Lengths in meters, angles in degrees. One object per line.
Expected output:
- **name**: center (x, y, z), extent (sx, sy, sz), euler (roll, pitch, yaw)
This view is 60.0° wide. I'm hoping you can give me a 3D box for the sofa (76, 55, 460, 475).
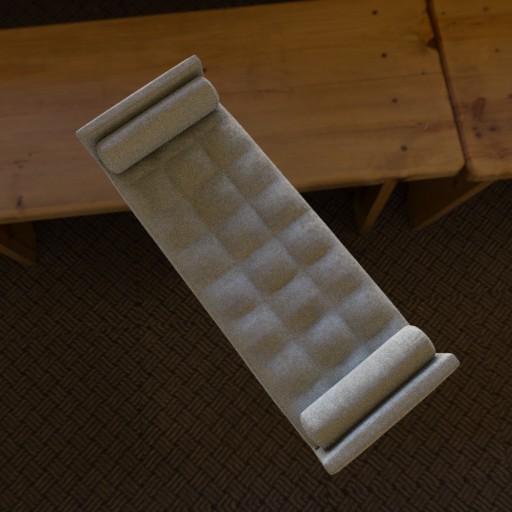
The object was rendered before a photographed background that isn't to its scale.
- **sofa**: center (0.000, 0.000, 2.467), extent (0.797, 0.657, 2.102), euler (-37, 79, -8)
